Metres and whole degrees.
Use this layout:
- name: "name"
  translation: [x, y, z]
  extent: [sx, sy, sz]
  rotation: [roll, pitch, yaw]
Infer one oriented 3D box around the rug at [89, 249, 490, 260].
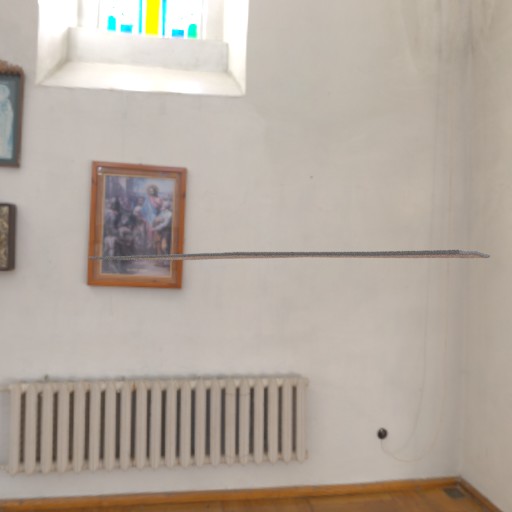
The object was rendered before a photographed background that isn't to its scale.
- name: "rug"
  translation: [0.000, 0.000, 2.565]
  extent: [2.341, 0.037, 0.675]
  rotation: [-1, -1, 37]
